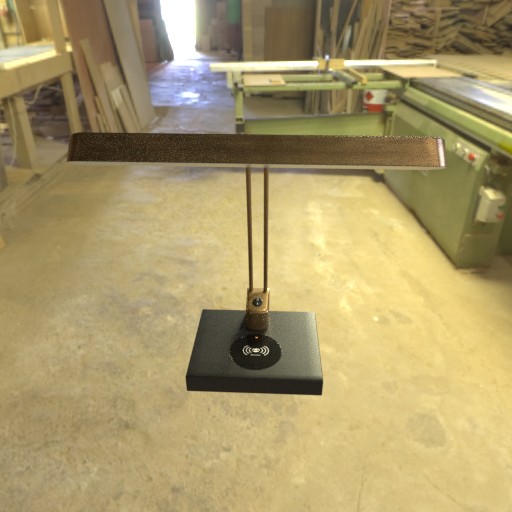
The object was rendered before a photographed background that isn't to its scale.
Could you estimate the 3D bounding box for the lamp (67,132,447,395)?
[{"bbox_3d":[0.000,0.000,0.591,0.412,0.345,0.156,1,29,2],"label":"lamp"}]
